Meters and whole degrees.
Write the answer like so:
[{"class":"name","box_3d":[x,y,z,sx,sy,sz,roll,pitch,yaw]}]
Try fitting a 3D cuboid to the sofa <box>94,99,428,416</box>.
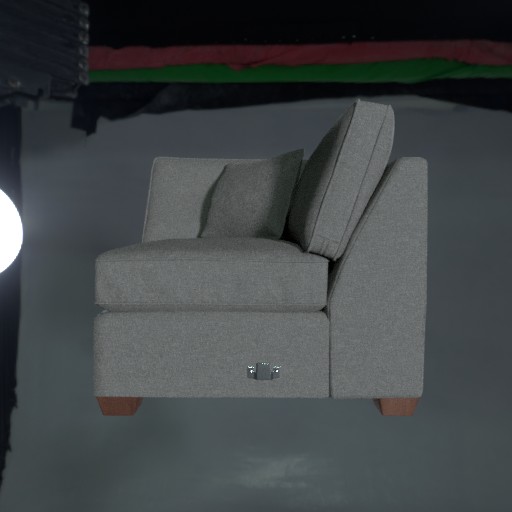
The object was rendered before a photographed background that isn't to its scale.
[{"class":"sofa","box_3d":[0.000,0.000,1.915,1.084,1.002,1.146,0,2,0]}]
